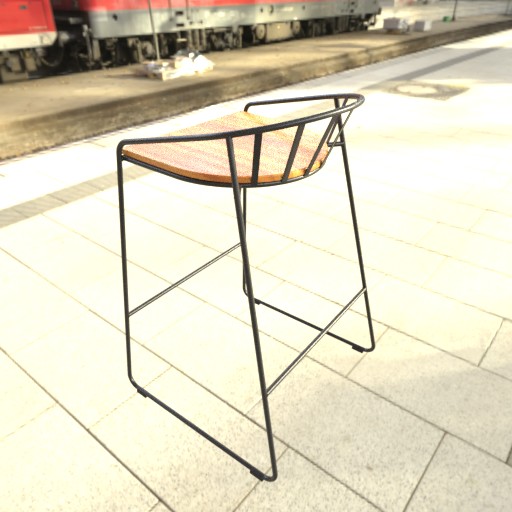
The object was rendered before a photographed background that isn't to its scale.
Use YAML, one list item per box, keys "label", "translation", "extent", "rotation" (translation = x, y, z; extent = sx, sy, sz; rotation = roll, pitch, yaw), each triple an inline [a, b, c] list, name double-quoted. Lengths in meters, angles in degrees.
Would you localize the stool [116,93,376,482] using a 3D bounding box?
- label: "stool"
  translation: [0.000, 0.000, 1.129]
  extent: [0.521, 0.812, 0.546]
  rotation: [22, 38, 31]
